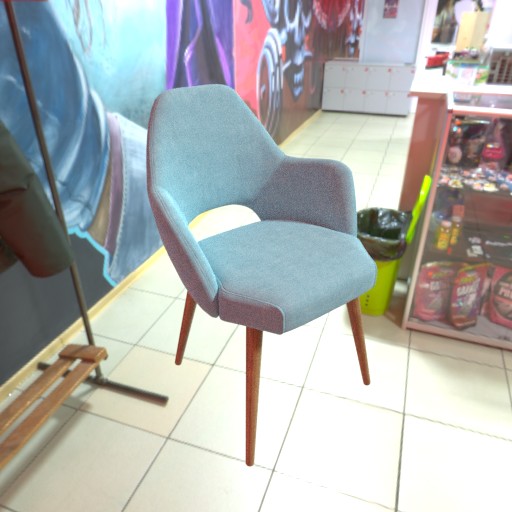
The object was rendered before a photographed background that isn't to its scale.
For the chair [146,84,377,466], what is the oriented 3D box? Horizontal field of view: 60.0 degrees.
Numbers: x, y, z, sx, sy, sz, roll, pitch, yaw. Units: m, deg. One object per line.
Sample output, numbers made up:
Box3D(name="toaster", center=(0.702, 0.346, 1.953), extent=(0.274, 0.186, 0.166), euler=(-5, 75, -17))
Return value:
Box3D(name="chair", center=(0.000, 0.000, 1.251), extent=(0.590, 0.840, 0.610), euler=(-21, 35, -32))
